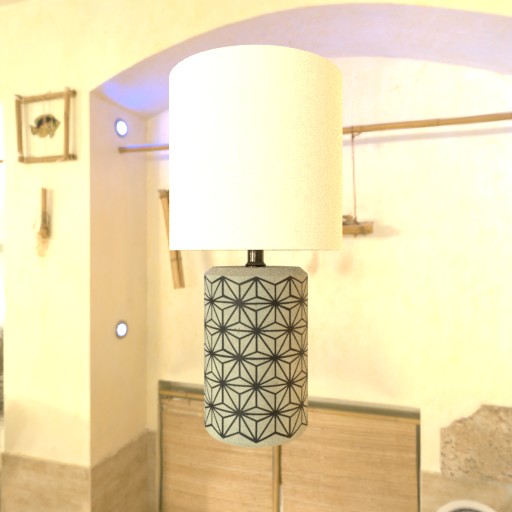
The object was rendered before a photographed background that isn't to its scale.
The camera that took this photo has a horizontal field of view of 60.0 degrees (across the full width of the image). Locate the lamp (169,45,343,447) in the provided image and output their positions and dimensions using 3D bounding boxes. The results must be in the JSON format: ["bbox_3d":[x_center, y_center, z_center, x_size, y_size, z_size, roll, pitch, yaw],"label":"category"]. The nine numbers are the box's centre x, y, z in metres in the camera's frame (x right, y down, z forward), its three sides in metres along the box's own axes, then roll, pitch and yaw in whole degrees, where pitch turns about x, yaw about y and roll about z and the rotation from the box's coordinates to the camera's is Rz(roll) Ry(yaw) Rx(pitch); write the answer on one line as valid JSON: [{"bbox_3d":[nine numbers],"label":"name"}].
[{"bbox_3d":[0.000,0.000,0.539,0.206,0.416,0.206,0,0,17],"label":"lamp"}]
